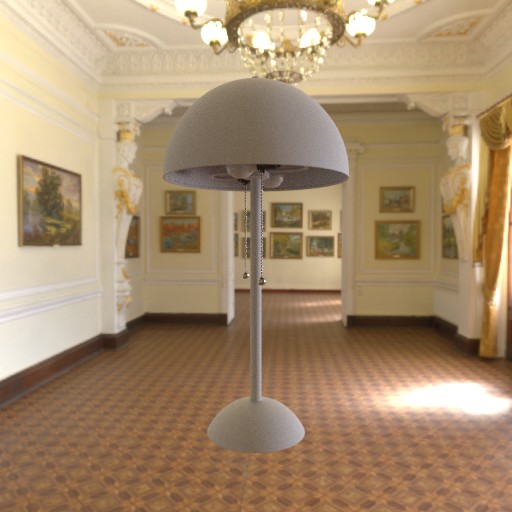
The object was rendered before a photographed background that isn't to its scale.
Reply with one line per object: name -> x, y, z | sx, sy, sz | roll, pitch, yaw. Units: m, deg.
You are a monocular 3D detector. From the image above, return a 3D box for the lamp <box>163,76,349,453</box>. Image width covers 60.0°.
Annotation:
lamp -> 0.000, 0.000, 0.416 | 0.171, 0.330, 0.171 | 0, 1, 0
